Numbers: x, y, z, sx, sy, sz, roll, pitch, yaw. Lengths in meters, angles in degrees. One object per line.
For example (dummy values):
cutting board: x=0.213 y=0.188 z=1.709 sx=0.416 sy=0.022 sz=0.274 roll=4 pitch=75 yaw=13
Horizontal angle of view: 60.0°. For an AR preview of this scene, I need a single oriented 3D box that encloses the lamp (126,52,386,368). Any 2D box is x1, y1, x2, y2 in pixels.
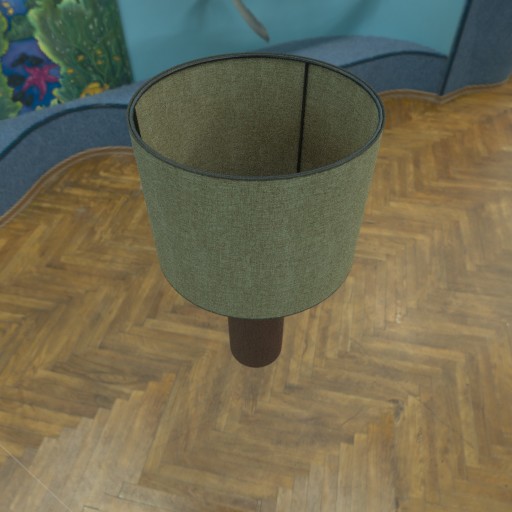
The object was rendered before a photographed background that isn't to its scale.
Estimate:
lamp: x=0.000 y=0.000 z=0.477 sx=0.202 sy=0.350 sz=0.202 roll=0 pitch=46 yaw=0
